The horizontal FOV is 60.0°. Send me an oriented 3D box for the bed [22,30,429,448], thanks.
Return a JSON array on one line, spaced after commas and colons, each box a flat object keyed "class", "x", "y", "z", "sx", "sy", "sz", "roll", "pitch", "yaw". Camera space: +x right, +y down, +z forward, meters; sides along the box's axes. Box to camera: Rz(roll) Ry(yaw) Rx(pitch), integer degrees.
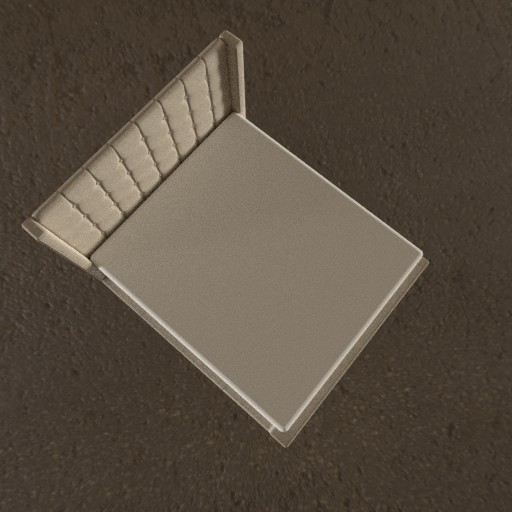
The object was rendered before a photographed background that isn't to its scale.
[{"class": "bed", "x": 0.000, "y": 0.000, "z": 3.741, "sx": 2.370, "sy": 1.743, "sz": 2.045, "roll": 39, "pitch": 78, "yaw": 10}]
